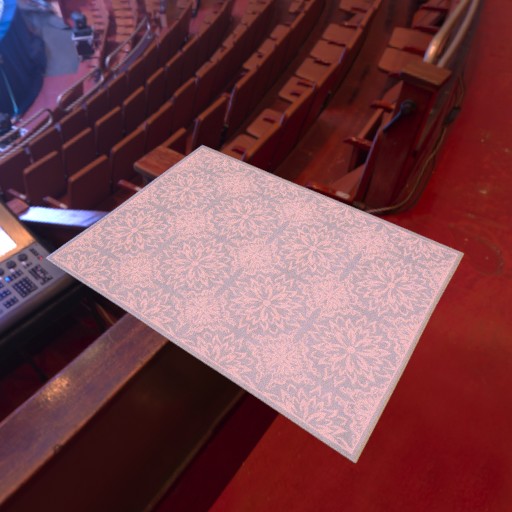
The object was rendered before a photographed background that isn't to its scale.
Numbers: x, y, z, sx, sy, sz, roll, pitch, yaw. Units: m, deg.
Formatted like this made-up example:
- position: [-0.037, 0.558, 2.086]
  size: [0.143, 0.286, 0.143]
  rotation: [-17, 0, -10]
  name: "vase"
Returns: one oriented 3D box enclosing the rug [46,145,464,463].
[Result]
- position: [0.000, 0.000, 2.875]
  size: [2.205, 0.014, 1.589]
  rotation: [27, 53, 23]
  name: "rug"
